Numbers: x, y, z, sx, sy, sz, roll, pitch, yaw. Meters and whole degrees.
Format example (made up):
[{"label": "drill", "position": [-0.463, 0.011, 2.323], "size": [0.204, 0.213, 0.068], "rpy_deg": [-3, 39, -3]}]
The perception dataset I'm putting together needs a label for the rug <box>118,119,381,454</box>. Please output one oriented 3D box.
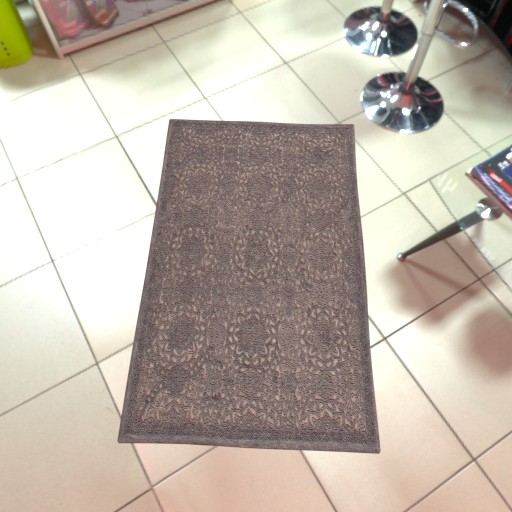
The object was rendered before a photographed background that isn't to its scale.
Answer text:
[{"label": "rug", "position": [0.000, 0.000, 3.128], "size": [1.535, 0.022, 2.498], "rpy_deg": [2, 64, 1]}]
